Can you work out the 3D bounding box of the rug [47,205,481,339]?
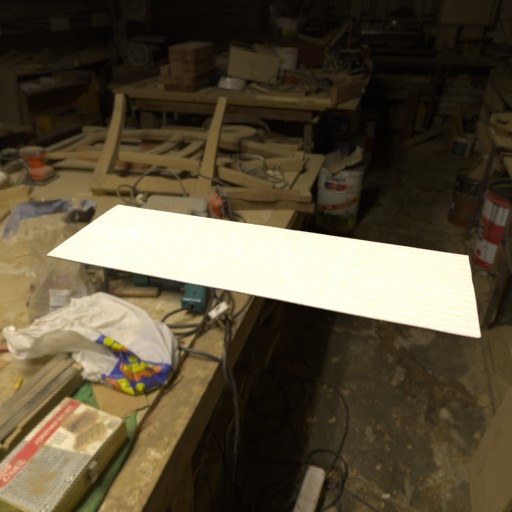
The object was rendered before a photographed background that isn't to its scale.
[{"bbox_3d":[0.000,0.000,2.685,2.450,0.014,0.793,9,32,15],"label":"rug"}]
